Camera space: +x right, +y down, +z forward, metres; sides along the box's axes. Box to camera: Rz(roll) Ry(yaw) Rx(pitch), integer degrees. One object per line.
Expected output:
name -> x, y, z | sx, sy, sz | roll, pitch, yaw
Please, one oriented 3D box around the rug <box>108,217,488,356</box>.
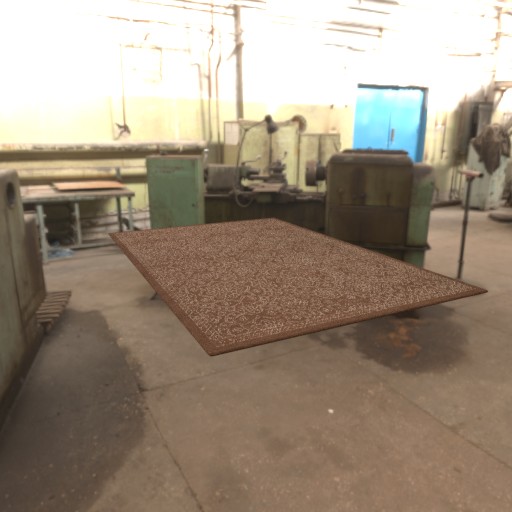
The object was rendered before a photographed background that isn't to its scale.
rug -> 0.000, 0.000, 2.338 | 1.219, 0.010, 1.829 | -8, 17, -26
